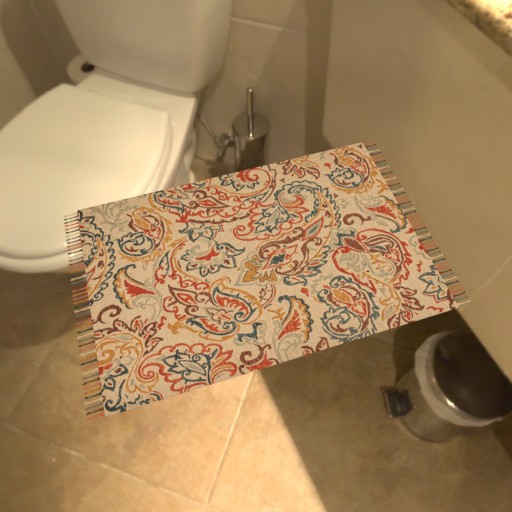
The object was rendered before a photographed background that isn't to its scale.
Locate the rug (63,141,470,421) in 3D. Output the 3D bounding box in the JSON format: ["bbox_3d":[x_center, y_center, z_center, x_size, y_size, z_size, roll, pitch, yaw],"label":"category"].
[{"bbox_3d":[0.000,0.000,2.457,1.997,0.010,1.218,-15,61,-9],"label":"rug"}]
